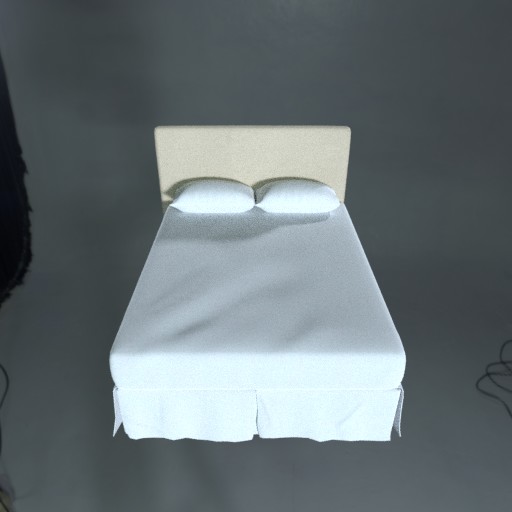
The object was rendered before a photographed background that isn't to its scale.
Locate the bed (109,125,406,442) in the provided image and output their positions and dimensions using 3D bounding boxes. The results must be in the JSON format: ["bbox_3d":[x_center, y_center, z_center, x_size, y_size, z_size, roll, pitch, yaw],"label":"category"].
[{"bbox_3d":[0.000,0.000,3.185,1.723,1.330,2.142,0,31,0],"label":"bed"}]
